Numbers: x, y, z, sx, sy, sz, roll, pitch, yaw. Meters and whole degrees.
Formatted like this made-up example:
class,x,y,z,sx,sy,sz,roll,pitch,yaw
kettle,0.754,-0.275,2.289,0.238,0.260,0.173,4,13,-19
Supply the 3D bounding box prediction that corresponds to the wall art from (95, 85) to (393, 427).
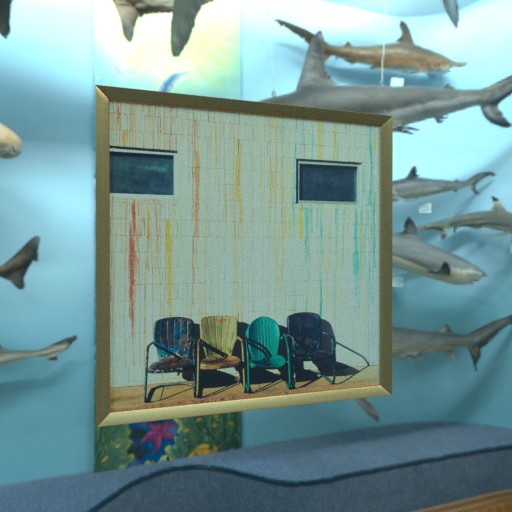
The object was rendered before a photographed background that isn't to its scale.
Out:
class,x,y,z,sx,sy,sz,roll,pitch,yaw
wall art,0.000,0.000,0.745,0.505,0.505,0.037,0,1,-17
